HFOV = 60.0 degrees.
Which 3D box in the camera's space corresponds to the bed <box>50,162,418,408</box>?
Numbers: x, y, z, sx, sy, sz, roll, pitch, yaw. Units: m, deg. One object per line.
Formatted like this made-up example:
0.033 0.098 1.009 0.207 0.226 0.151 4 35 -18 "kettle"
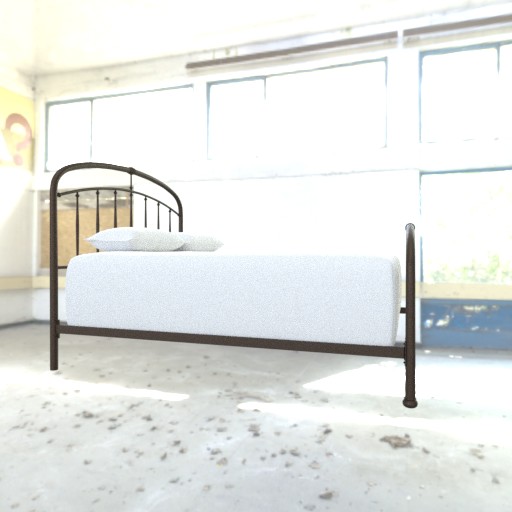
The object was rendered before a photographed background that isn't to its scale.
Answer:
0.000 0.000 3.218 2.180 1.425 1.711 0 0 19 "bed"
